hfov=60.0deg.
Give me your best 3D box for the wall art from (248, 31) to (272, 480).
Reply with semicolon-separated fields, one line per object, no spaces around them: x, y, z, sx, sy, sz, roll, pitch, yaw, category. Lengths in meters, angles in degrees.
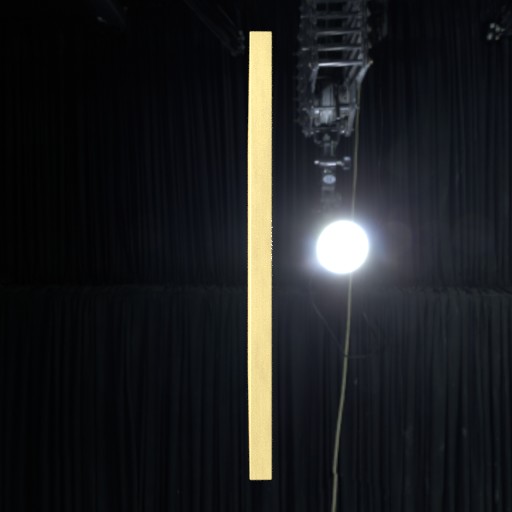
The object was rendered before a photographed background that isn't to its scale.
0.000;0.000;1.135;0.037;0.763;0.763;0;0;-1;wall art
